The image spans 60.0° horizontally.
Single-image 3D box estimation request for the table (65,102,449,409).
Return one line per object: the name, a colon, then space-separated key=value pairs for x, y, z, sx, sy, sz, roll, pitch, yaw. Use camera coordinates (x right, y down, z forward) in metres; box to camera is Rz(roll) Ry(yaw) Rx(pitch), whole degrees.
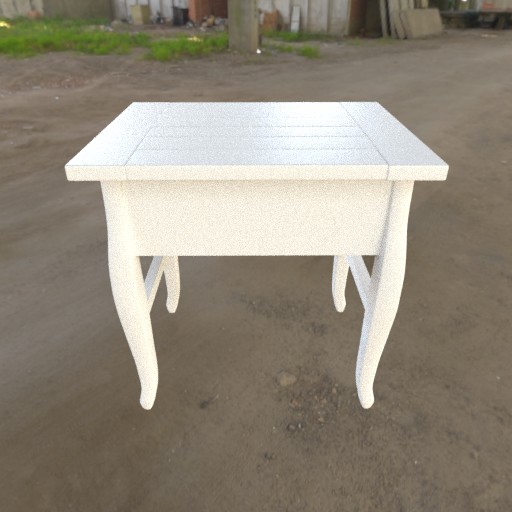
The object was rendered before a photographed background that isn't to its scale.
table: x=0.000 y=0.000 z=1.040 sx=0.599 sy=0.605 sz=0.463 roll=0 pitch=31 yaw=0
